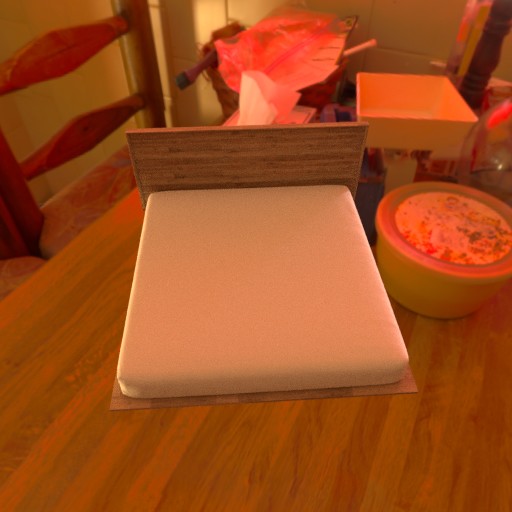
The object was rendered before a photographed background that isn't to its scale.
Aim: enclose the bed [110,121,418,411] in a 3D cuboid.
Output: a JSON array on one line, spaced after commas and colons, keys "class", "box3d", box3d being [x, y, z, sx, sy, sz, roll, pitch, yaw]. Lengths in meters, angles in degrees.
[{"class": "bed", "box3d": [0.000, 0.000, 3.505, 2.116, 1.100, 2.167, -3, 45, -3]}]
